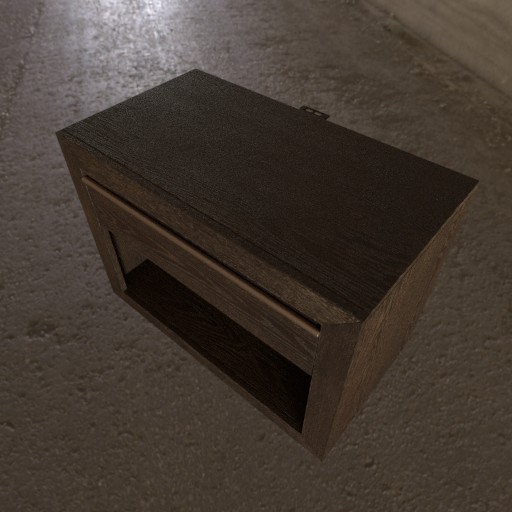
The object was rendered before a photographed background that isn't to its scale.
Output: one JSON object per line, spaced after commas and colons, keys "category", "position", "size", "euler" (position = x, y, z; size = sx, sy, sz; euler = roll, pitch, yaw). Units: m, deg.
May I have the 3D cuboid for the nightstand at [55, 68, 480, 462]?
{"category": "nightstand", "position": [0.000, 0.000, 1.131], "size": [0.775, 0.612, 0.457], "euler": [32, 54, 27]}
